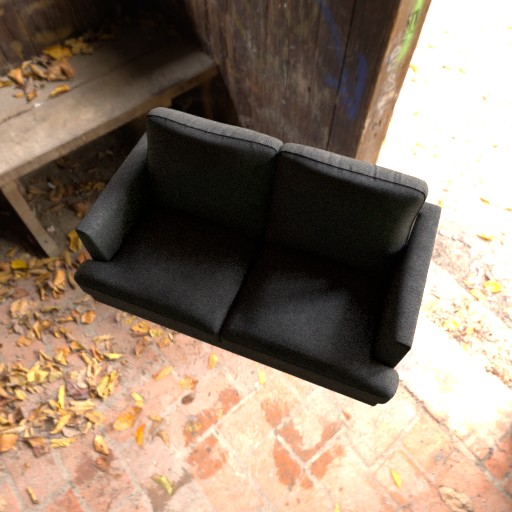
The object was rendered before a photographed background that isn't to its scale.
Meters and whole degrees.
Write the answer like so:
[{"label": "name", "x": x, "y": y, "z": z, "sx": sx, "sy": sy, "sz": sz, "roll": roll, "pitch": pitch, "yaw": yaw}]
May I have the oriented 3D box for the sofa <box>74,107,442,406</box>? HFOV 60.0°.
[{"label": "sofa", "x": 0.000, "y": 0.000, "z": 2.193, "sx": 1.582, "sy": 0.956, "sz": 0.903, "roll": 18, "pitch": 61, "yaw": 11}]
